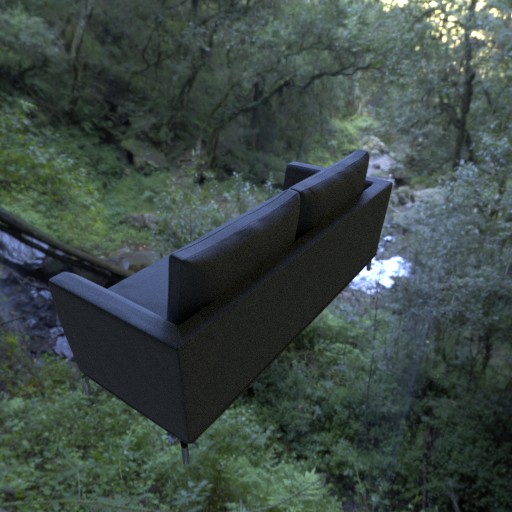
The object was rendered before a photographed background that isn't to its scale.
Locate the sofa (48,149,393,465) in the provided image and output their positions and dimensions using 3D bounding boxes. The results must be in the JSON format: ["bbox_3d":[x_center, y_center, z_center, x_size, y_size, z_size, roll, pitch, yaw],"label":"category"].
[{"bbox_3d":[0.000,0.000,2.745,0.869,1.002,2.212,19,35,30],"label":"sofa"}]
